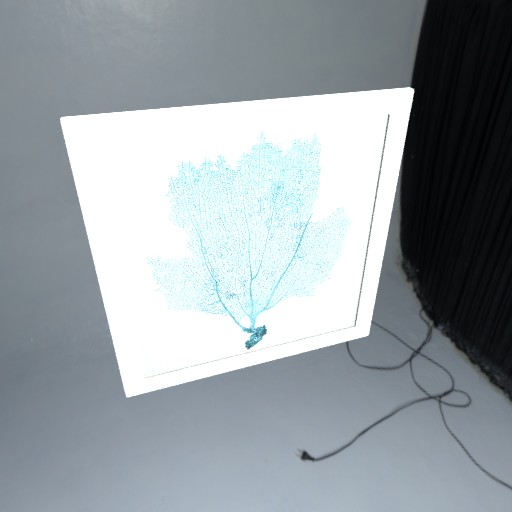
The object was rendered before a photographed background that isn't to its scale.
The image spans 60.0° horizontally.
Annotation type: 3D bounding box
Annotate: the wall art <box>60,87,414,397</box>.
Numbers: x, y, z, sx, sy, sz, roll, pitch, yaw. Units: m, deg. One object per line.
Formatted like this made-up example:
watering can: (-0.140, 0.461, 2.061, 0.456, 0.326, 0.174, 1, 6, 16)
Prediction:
wall art: (0.000, 0.000, 0.863, 0.584, 0.584, 0.013, -11, 34, -16)
